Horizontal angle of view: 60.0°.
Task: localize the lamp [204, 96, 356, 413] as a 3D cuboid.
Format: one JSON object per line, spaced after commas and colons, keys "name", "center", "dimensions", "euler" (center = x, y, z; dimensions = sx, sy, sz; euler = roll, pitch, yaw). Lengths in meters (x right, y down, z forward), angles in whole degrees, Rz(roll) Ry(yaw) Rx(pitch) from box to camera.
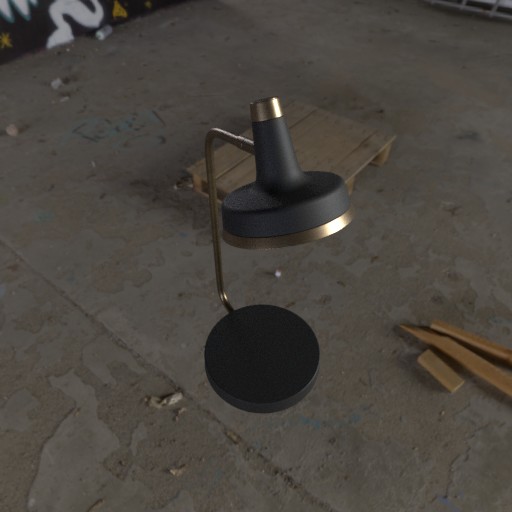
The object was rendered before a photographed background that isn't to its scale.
{"name": "lamp", "center": [0.000, 0.000, 0.499], "dimensions": [0.162, 0.385, 0.218], "euler": [-24, 50, -22]}
